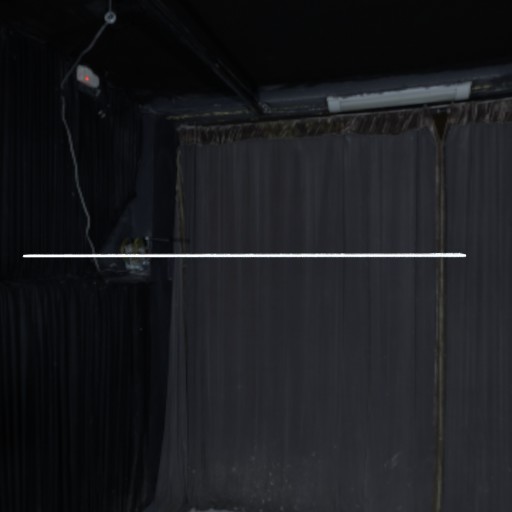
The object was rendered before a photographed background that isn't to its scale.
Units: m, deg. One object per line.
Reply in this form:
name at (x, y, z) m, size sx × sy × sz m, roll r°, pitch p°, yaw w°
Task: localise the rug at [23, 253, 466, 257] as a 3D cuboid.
rug at (0.000, 0.000, 3.461) m, size 2.746 × 0.018 × 1.819 m, roll 0°, pitch 0°, yaw 18°
